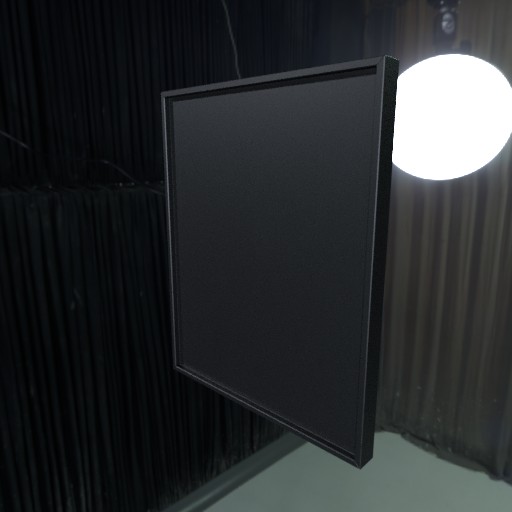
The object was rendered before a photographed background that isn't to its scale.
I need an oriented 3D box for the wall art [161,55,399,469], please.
[{"bbox_3d":[0.000,0.000,0.740,0.449,0.555,0.039,12,17,42],"label":"wall art"}]
